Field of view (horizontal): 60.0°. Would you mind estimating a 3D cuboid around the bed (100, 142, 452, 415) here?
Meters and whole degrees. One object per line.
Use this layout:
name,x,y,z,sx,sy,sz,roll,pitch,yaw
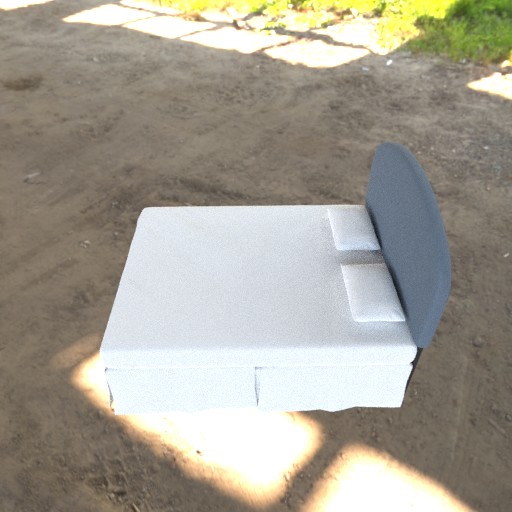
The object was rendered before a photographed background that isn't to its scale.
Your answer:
bed,0.000,0.000,3.111,2.005,1.410,1.607,-1,41,-1
